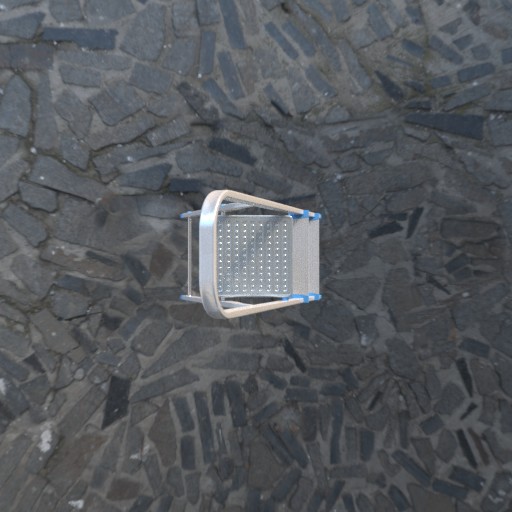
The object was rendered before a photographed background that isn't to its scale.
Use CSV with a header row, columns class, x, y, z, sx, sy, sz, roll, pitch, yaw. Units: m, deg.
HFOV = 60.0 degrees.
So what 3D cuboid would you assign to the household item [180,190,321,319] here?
class,x,y,z,sx,sy,sz,roll,pitch,yaw
household item,0.000,0.000,1.558,0.687,1.215,0.420,0,90,-2
